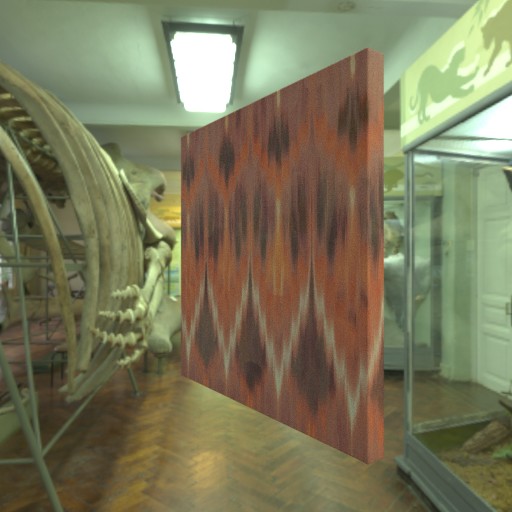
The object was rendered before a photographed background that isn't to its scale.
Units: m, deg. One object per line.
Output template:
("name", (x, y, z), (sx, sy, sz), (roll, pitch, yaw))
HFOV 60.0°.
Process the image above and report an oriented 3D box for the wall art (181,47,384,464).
("wall art", (0.000, 0.000, 0.898), (0.037, 0.609, 0.603), (0, 0, -36))
